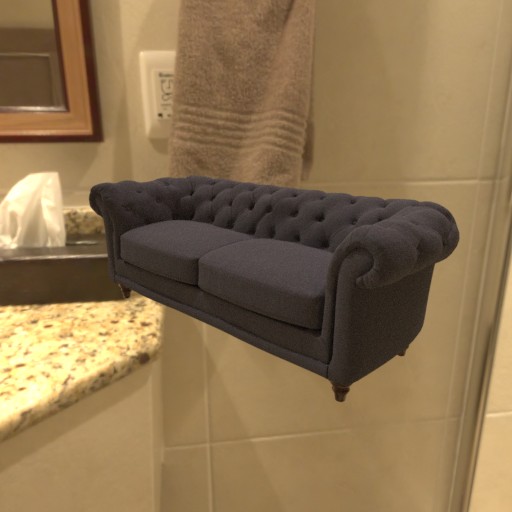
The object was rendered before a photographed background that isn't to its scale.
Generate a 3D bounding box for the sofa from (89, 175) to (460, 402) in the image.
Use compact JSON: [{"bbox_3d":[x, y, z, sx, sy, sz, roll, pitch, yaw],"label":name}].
[{"bbox_3d":[0.000,0.000,2.799,2.335,0.836,1.046,15,22,42],"label":"sofa"}]
